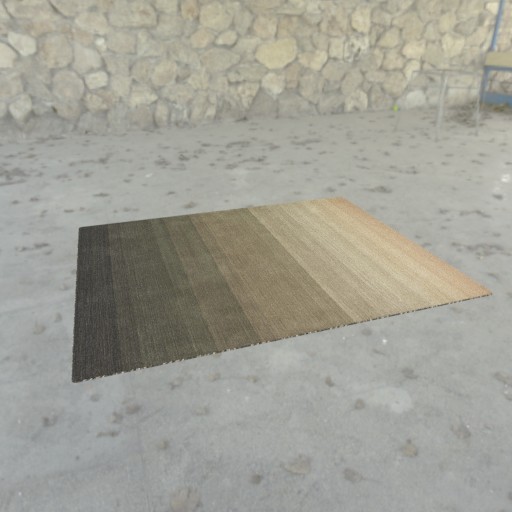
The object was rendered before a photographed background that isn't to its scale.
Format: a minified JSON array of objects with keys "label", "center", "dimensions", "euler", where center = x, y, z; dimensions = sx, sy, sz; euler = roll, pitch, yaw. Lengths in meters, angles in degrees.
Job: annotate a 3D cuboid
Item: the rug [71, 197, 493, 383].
[{"label":"rug","center":[0.000,0.000,3.797],"dimensions":[2.902,0.017,2.305],"euler":[-9,28,-17]}]
